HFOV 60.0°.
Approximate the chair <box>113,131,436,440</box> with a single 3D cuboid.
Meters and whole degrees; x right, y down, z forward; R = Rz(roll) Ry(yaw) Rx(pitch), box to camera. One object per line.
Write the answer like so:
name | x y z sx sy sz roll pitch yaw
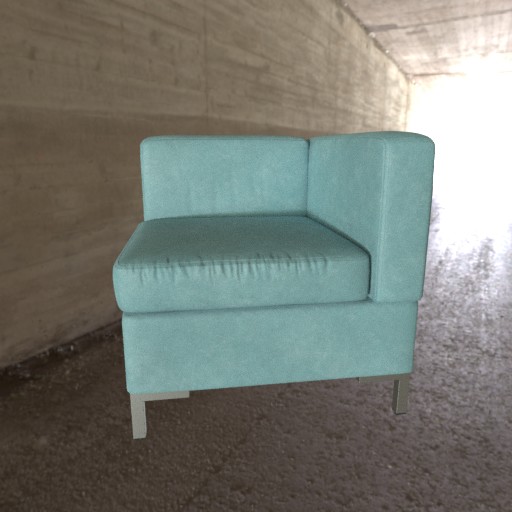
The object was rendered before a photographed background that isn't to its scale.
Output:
chair | 0.000 0.000 1.232 0.680 0.660 0.680 -2 14 -9
